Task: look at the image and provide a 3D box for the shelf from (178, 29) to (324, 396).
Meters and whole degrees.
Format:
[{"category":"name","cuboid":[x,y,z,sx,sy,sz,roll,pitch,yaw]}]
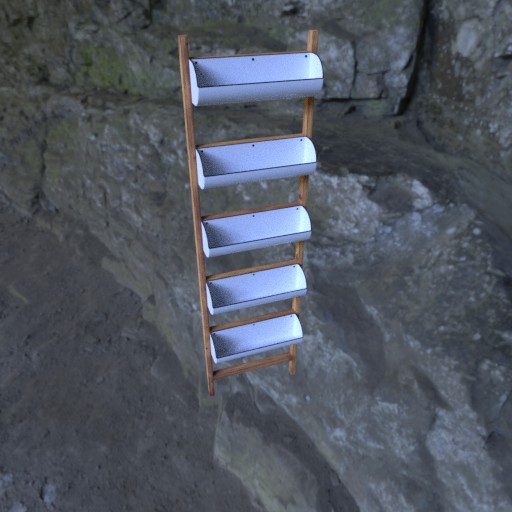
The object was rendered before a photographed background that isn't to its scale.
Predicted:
[{"category":"shelf","cuboid":[0.000,0.000,1.780,0.454,1.600,0.141,-10,34,-16]}]
